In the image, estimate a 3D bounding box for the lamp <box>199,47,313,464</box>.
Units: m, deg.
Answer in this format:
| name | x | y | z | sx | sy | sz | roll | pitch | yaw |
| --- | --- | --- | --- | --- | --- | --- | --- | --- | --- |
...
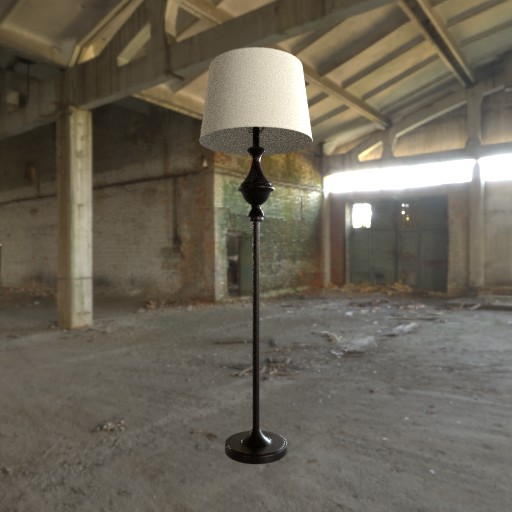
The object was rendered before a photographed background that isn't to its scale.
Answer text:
| name | x | y | z | sx | sy | sz | roll | pitch | yaw |
| --- | --- | --- | --- | --- | --- | --- | --- | --- | --- |
| lamp | 0.000 | 0.000 | 1.696 | 0.431 | 1.484 | 0.431 | 0 | 0 | 0 |
